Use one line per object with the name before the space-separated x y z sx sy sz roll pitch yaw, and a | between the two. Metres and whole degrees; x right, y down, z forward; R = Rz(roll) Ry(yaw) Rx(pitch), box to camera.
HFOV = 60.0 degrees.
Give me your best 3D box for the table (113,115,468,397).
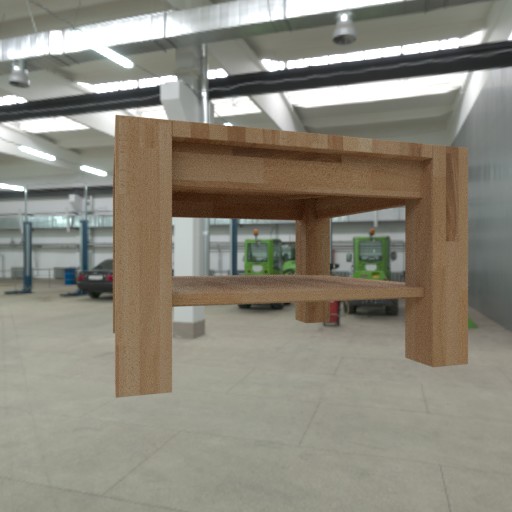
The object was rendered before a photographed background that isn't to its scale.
table | 0.000 0.000 1.145 0.700 0.451 0.700 0 0 -18
